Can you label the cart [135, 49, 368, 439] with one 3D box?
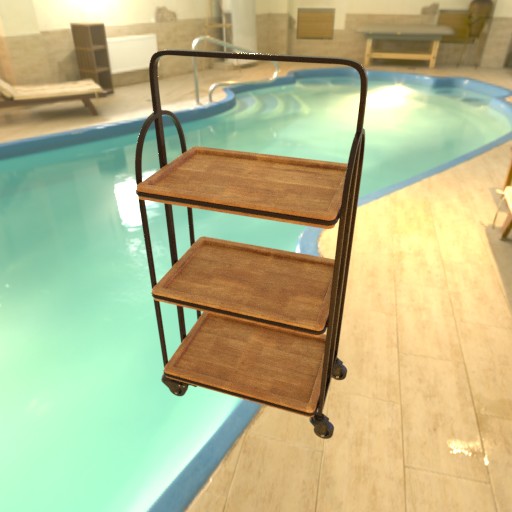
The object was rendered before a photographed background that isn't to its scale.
[{"bbox_3d":[0.000,0.000,1.196,0.553,1.001,0.327,10,34,16],"label":"cart"}]
